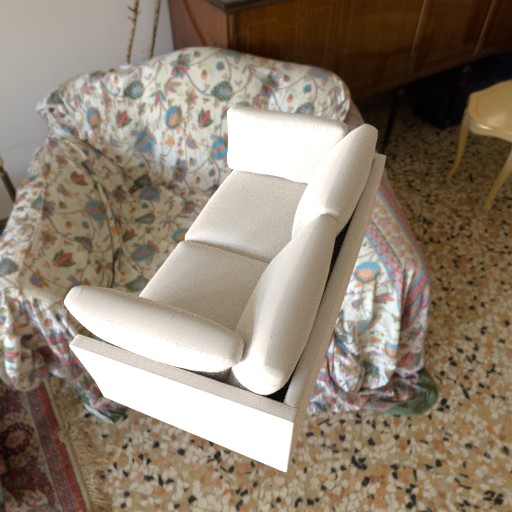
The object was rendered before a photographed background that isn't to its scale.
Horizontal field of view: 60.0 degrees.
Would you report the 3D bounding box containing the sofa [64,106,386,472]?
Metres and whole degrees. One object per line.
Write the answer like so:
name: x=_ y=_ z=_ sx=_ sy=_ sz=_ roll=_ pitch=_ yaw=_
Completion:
sofa: x=0.000 y=0.000 z=2.328 sx=0.970 sy=0.836 sz=1.776 roll=16 pitch=49 yaw=15
